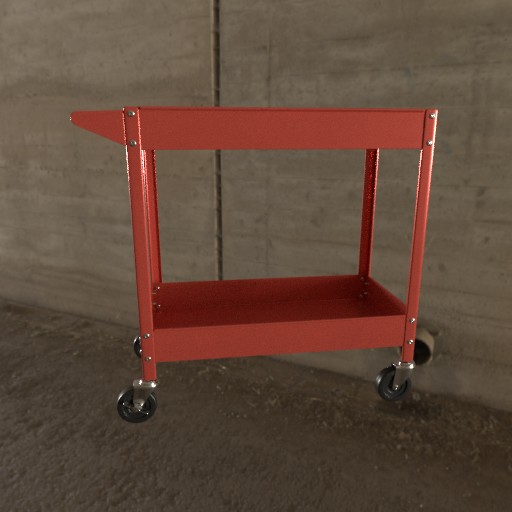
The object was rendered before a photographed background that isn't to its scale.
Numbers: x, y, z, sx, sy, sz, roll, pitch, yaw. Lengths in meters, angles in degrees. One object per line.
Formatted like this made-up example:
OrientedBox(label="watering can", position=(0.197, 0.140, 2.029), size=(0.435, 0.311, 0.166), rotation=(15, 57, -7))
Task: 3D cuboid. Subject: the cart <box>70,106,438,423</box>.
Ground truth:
OrientedBox(label="cart", position=(0.000, 0.000, 1.160), size=(0.779, 0.719, 0.366), rotation=(-2, 15, -8))
